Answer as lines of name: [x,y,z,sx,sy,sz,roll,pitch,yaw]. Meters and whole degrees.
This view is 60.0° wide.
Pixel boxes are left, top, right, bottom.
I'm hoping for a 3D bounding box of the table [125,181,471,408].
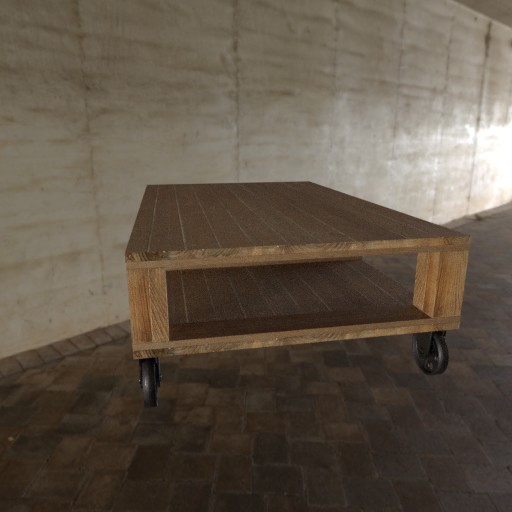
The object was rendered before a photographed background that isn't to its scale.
table: [0.000,0.000,1.686,0.827,0.413,1.299,-3,16,-11]
